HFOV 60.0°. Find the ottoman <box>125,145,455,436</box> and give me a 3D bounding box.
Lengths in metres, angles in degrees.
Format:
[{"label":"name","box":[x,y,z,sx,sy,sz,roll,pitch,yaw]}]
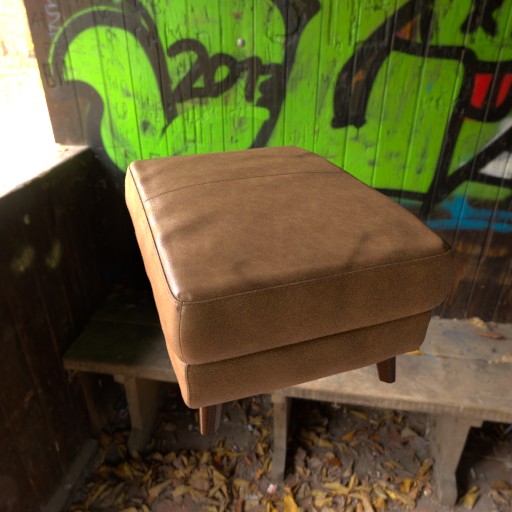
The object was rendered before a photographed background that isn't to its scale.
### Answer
[{"label":"ottoman","box":[0.000,0.000,1.241,0.630,0.461,0.869,-10,31,-17]}]
